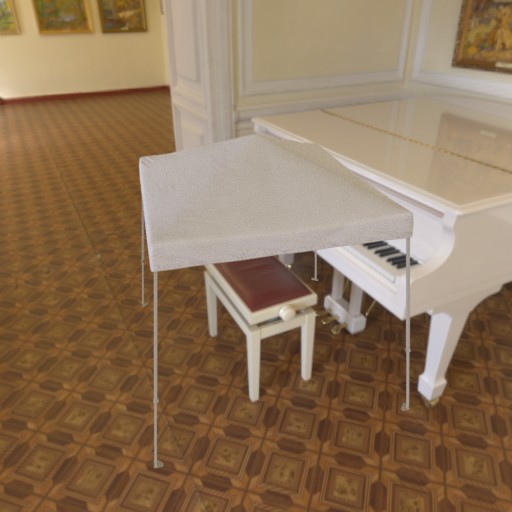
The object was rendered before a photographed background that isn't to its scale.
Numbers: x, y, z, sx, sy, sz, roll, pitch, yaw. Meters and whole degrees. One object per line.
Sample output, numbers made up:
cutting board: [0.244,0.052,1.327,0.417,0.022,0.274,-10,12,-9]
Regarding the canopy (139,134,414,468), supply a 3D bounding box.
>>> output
canopy: [0.000,0.000,6.562,3.599,3.600,3.600,-8,31,-13]
